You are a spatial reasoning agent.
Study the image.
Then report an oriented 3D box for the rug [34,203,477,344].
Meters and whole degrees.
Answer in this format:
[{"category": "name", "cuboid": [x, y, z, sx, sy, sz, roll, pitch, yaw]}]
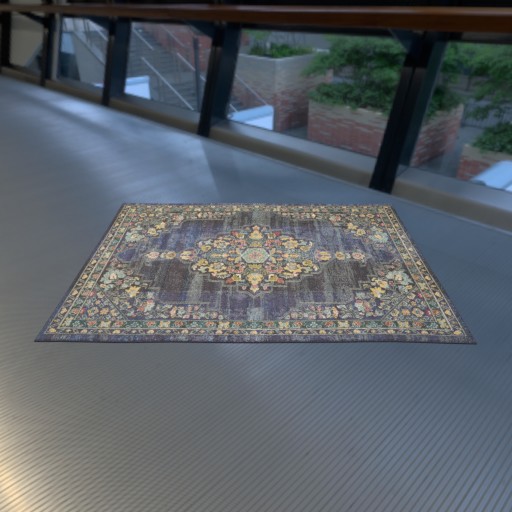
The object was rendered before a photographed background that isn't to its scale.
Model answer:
[{"category": "rug", "cuboid": [0.000, 0.000, 4.760, 3.612, 0.035, 2.716, 0, 31, 0]}]
